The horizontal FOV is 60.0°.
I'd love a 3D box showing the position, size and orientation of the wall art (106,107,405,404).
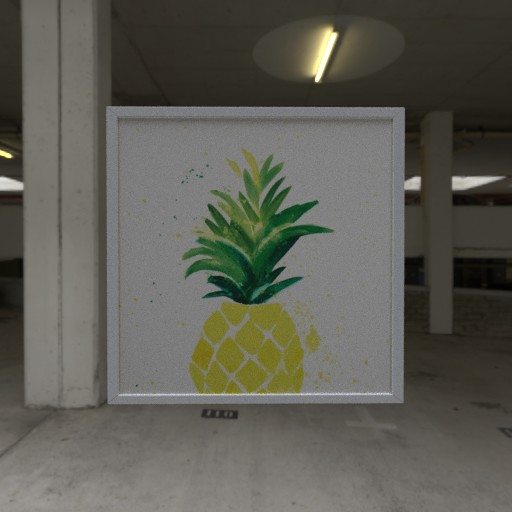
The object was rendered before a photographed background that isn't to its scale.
[{"bbox_3d":[0.000,0.000,0.776,0.508,0.507,0.035,0,1,-1],"label":"wall art"}]
